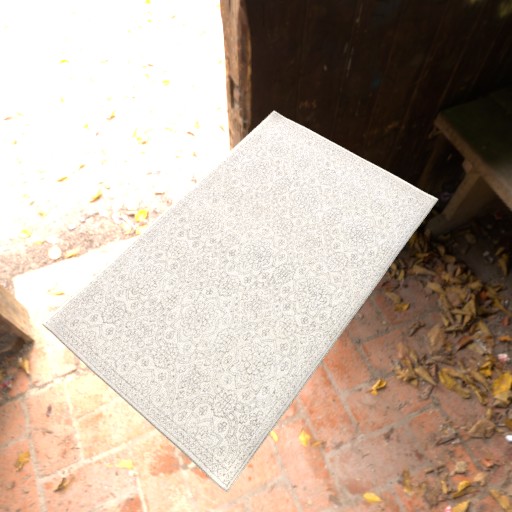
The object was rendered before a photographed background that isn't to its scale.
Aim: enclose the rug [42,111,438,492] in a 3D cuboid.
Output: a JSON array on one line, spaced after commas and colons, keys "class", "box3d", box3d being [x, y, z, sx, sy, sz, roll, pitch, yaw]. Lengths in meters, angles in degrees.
[{"class": "rug", "box3d": [0.000, 0.000, 2.410, 1.214, 0.023, 1.947, 34, 65, 18]}]
